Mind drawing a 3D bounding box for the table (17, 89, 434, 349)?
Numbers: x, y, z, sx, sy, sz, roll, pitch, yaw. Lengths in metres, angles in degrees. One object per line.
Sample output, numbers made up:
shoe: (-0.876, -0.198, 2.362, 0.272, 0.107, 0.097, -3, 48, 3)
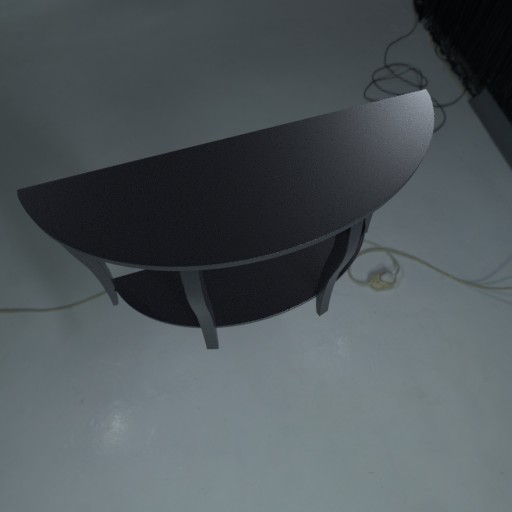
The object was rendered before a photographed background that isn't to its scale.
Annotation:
table: (0.000, 0.000, 1.533, 1.219, 0.780, 0.394, -16, 64, -8)
